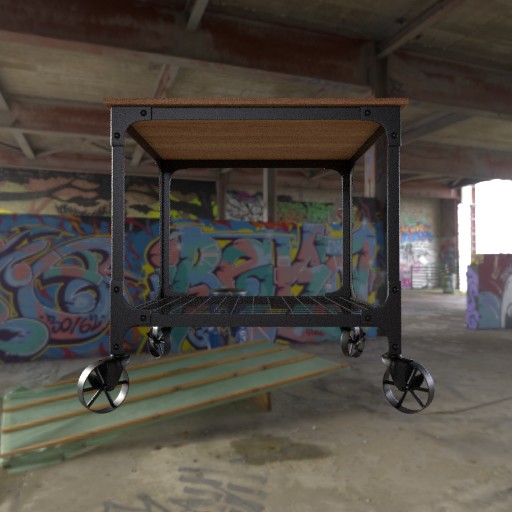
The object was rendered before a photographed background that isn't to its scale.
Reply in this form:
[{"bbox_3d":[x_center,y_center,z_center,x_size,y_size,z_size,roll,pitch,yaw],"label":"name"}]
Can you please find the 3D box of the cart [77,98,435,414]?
[{"bbox_3d":[0.000,0.000,1.092,0.666,0.603,0.558,0,-1,0],"label":"cart"}]
